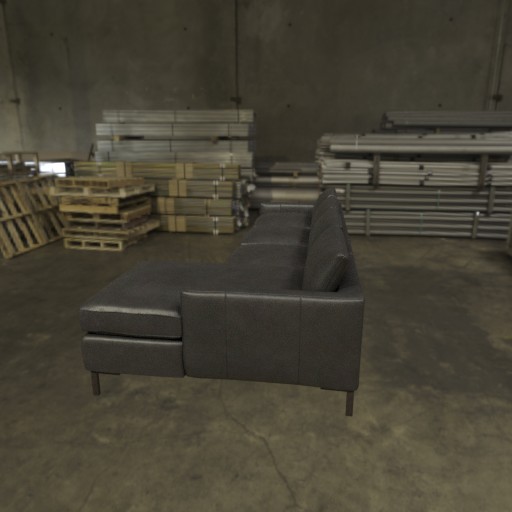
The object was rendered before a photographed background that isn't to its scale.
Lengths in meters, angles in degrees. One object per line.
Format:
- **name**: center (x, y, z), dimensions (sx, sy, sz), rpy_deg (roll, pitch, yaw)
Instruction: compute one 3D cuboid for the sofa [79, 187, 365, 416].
- **sofa**: center (0.000, 0.000, 3.627), dimensions (1.471, 0.859, 2.993), rpy_deg (2, 16, 8)
